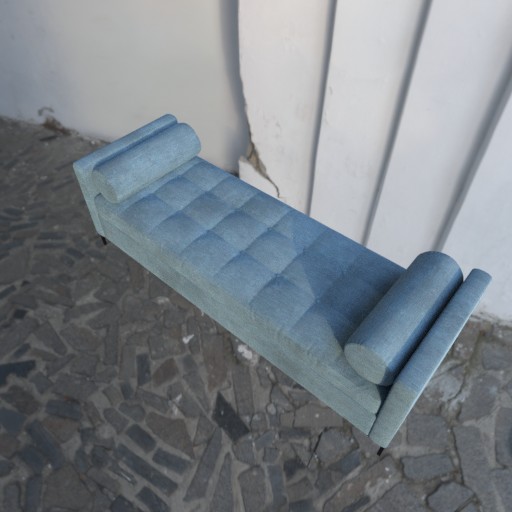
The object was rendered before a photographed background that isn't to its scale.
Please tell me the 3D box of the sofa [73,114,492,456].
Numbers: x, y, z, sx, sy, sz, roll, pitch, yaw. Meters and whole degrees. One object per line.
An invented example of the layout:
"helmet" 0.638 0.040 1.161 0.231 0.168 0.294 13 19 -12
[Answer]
"sofa" 0.000 0.000 2.287 1.981 0.635 0.686 32 55 26
